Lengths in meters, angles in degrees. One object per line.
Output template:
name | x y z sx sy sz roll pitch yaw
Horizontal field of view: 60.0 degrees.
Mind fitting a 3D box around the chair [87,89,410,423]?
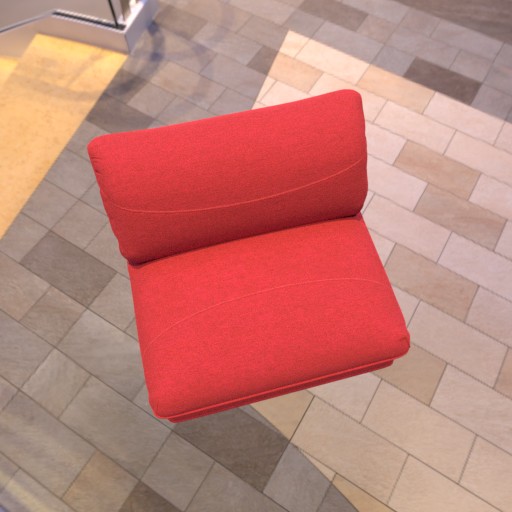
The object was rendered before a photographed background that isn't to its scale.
chair | 0.000 0.000 1.372 0.820 0.580 0.780 -13 65 -6
